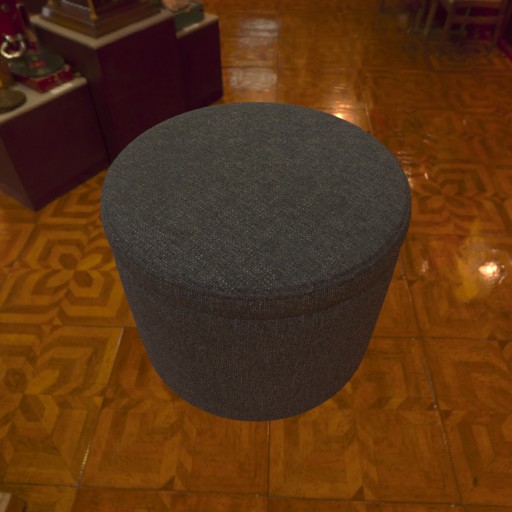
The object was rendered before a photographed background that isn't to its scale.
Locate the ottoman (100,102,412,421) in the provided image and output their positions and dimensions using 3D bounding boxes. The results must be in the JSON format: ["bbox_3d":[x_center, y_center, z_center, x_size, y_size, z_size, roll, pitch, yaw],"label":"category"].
[{"bbox_3d":[0.000,0.000,0.887,0.520,0.430,0.520,0,47,0],"label":"ottoman"}]
